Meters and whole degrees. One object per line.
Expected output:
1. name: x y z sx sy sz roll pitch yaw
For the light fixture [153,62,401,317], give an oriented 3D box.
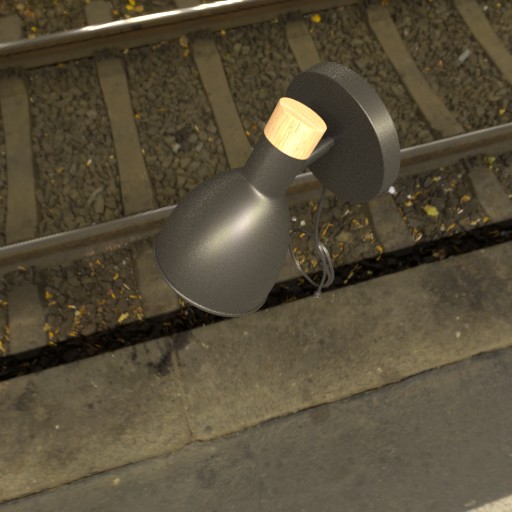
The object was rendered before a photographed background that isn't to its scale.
1. light fixture: 0.000 0.000 0.488 0.203 0.401 0.127 -35 69 -15
